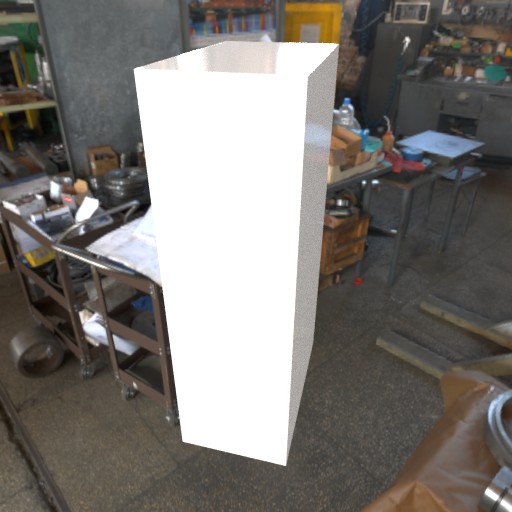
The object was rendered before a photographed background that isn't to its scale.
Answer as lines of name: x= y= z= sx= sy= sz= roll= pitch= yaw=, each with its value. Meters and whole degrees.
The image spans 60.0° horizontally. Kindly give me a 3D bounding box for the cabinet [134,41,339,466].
cabinet: x=0.000 y=0.000 z=2.302 sx=0.580 sy=1.920 sz=0.980 roll=8 pitch=32 yaw=12
